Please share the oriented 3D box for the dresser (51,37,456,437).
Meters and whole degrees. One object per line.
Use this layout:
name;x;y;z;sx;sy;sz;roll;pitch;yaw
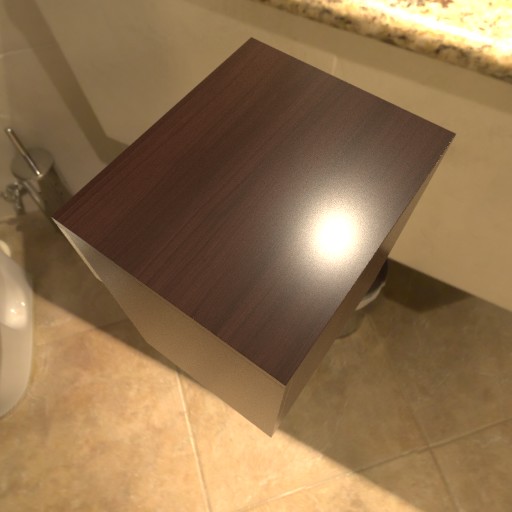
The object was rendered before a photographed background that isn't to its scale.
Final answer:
dresser;0.000;0.000;0.762;0.360;0.470;0.400;33;67;16
